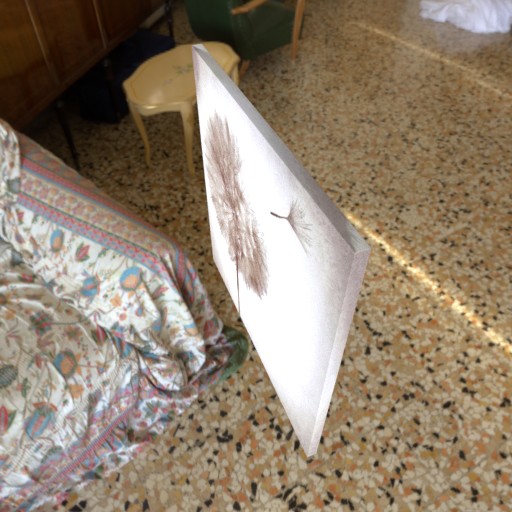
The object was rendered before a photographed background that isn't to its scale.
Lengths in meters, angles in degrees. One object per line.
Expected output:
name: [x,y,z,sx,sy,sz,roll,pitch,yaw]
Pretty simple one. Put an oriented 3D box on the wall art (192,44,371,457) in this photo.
wall art: [0.000,0.000,1.118,0.027,0.762,0.762,-17,49,-15]
